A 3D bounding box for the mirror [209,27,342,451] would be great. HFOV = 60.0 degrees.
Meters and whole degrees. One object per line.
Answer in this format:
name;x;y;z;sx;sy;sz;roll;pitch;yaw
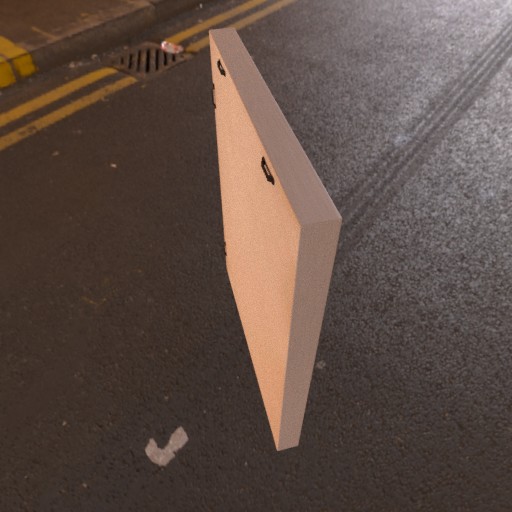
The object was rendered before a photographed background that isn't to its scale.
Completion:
mirror;0.000;0.000;0.671;0.041;0.508;0.405;-11;49;-10
